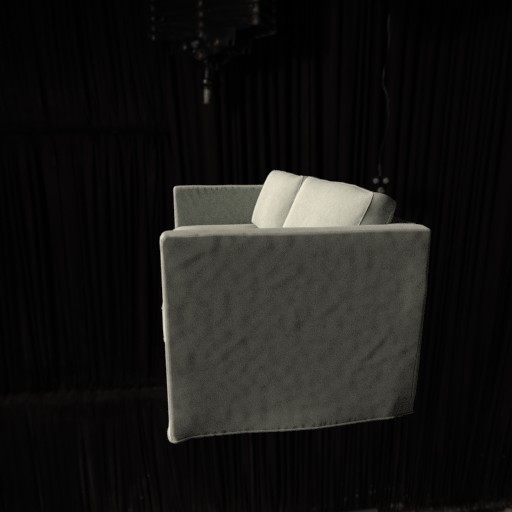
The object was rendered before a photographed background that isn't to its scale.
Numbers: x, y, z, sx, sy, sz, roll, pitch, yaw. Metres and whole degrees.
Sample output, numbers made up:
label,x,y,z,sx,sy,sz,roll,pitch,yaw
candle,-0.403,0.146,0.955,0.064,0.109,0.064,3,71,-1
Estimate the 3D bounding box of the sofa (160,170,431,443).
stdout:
label,x,y,z,sx,sy,sz,roll,pitch,yaw
sofa,0.000,0.000,2.444,0.940,0.870,1.987,-2,14,-9
